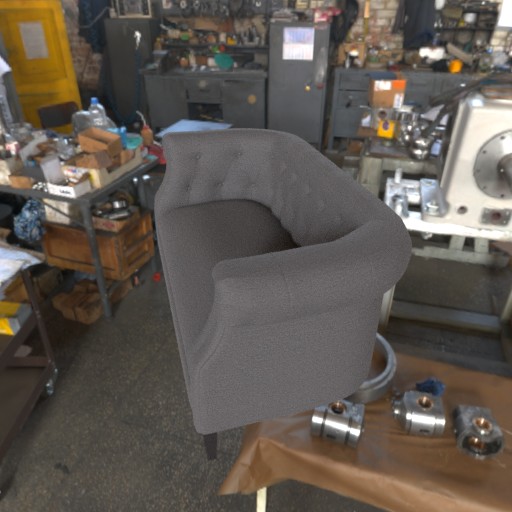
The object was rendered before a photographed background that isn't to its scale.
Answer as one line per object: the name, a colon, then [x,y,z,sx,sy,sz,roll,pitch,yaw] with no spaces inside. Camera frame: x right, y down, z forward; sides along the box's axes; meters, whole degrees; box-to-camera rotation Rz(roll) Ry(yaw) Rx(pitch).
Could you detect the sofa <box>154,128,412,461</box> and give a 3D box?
sofa: [0.000,0.000,2.060,0.835,0.827,1.558,-8,32,-14]
